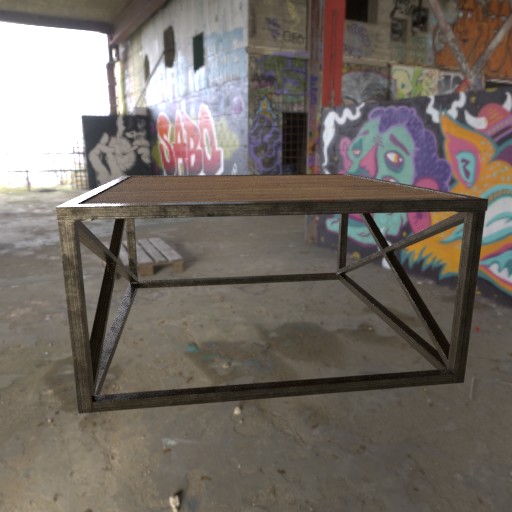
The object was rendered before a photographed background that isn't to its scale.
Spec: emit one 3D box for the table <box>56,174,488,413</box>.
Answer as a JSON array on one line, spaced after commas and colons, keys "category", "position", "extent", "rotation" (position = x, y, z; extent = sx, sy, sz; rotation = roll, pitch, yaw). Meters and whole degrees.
[{"category": "table", "position": [0.000, 0.000, 1.402], "extent": [0.909, 0.451, 0.899], "rotation": [-2, 14, -8]}]
